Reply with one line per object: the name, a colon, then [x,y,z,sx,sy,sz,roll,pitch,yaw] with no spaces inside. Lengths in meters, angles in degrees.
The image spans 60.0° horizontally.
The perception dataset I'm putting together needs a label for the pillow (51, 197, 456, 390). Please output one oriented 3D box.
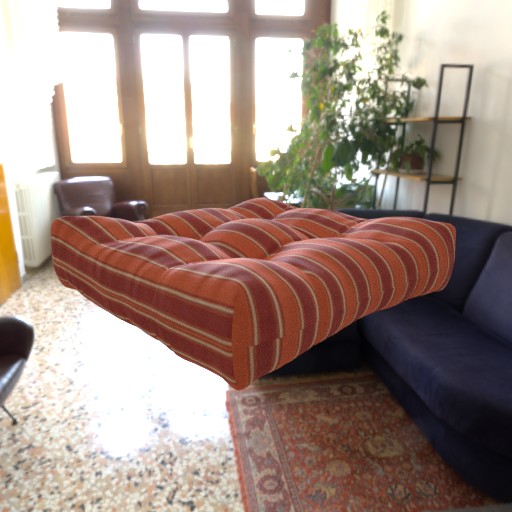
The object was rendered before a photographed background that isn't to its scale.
pillow: [0.000,0.000,0.716,0.490,0.133,0.468,-15,21,-42]
